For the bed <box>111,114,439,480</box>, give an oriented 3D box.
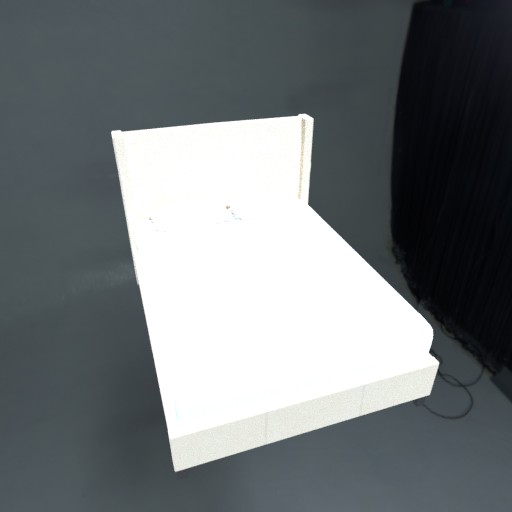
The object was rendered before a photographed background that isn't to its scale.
[{"bbox_3d":[0.000,0.000,3.406,1.778,1.471,2.293,-10,33,-16],"label":"bed"}]
